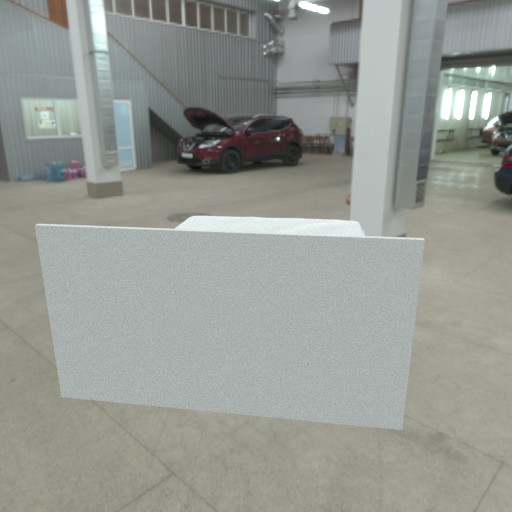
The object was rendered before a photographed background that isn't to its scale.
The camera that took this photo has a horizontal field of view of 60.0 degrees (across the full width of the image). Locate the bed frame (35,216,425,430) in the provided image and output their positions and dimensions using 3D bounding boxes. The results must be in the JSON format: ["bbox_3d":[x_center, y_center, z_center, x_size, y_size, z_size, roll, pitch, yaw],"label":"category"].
[{"bbox_3d":[0.000,0.000,2.701,1.490,0.800,1.950,3,18,8],"label":"bed frame"}]
